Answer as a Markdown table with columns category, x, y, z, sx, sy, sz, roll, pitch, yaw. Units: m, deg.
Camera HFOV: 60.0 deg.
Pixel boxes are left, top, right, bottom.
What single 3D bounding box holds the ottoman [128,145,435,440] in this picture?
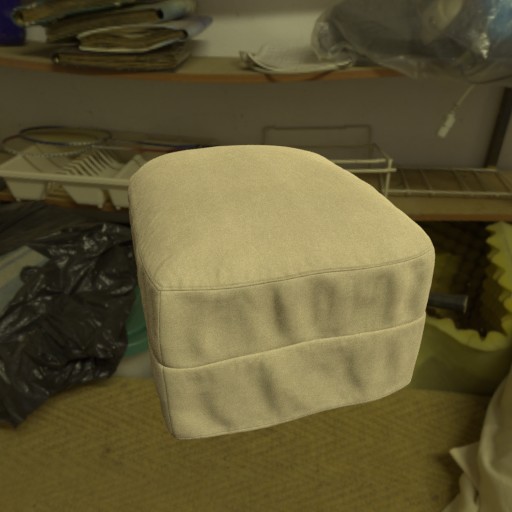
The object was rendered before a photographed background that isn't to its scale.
| category | x | y | z | sx | sy | sz | roll | pitch | yaw |
| --- | --- | --- | --- | --- | --- | --- | --- | --- | --- |
| ottoman | 0.000 | 0.000 | 1.115 | 0.584 | 0.480 | 0.712 | -8 | 30 | -14 |
